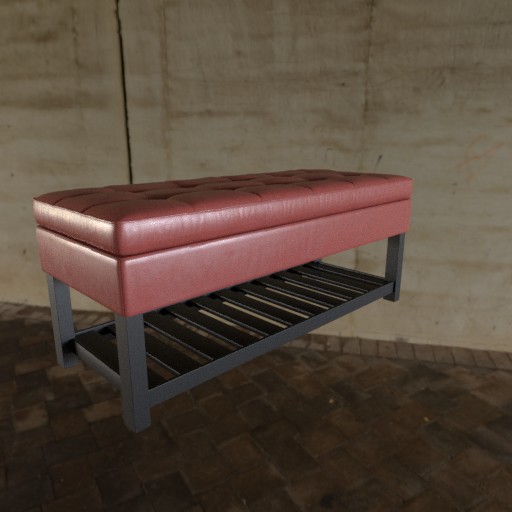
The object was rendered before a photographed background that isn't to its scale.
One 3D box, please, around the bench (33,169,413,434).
[{"bbox_3d":[0.000,0.000,1.338,1.105,0.460,0.432,-15,21,-42],"label":"bench"}]
